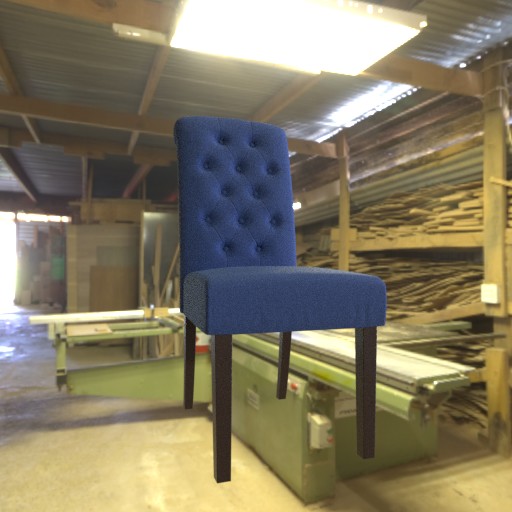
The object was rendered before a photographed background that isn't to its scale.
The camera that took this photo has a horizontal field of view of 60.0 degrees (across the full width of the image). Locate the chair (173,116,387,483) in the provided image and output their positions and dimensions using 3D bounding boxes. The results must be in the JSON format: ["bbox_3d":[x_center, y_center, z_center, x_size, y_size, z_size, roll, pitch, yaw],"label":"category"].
[{"bbox_3d":[0.000,0.000,1.343,0.456,1.006,0.671,0,-1,-19],"label":"chair"}]
